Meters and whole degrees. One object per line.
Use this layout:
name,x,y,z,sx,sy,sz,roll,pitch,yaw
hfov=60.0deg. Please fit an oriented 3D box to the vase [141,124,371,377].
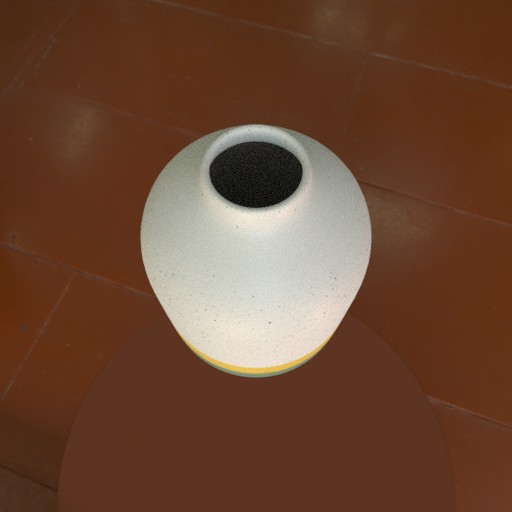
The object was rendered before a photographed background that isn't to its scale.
vase,0.000,0.000,0.363,0.169,0.240,0.169,0,64,0
